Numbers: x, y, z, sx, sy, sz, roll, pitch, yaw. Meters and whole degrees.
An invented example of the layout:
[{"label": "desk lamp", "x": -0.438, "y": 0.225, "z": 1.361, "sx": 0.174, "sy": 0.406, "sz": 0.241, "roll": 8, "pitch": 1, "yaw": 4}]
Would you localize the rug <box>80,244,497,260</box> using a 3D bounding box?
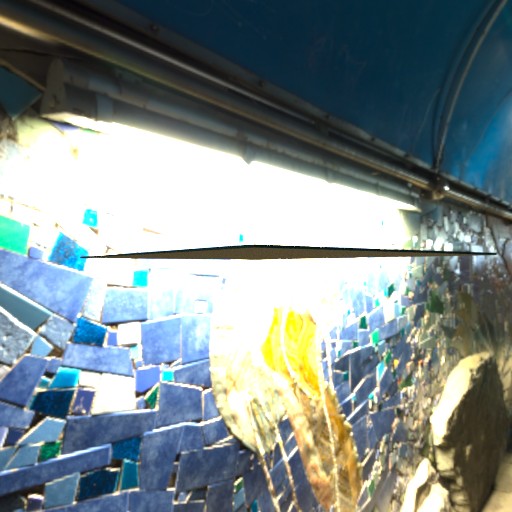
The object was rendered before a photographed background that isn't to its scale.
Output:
[{"label": "rug", "x": 0.000, "y": 0.000, "z": 2.813, "sx": 1.594, "sy": 0.013, "sz": 2.213, "roll": 1, "pitch": -2, "yaw": -35}]
